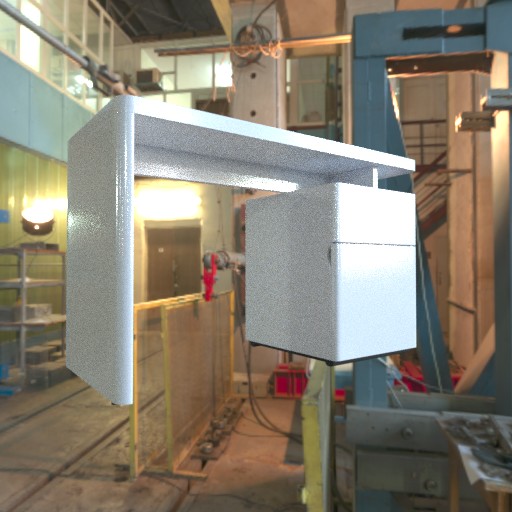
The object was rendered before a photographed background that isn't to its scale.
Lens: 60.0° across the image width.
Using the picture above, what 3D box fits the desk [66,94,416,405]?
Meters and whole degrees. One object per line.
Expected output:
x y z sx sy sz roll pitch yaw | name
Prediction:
0.000 0.000 1.622 1.200 0.760 0.550 1 -1 -36 | desk
